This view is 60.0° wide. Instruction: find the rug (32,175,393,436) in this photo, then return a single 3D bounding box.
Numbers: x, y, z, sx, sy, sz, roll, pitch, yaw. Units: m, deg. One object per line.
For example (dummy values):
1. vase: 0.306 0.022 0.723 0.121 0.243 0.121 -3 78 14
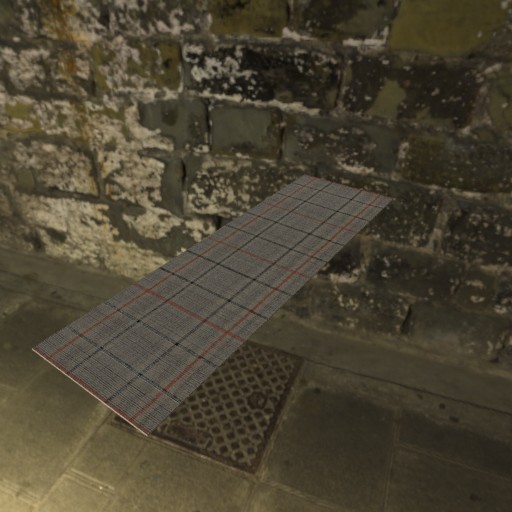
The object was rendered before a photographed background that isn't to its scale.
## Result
1. rug: 0.000 0.000 2.660 0.762 0.008 2.439 22 39 29
